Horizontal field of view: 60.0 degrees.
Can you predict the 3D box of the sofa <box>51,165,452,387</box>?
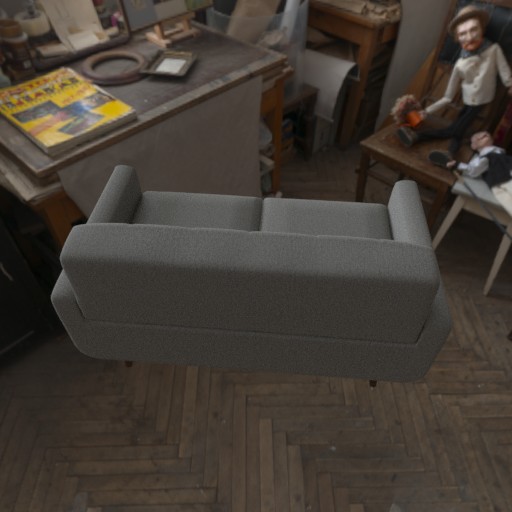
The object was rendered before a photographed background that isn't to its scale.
[{"bbox_3d":[0.000,0.000,2.225,1.651,0.925,0.952,4,48,3],"label":"sofa"}]
